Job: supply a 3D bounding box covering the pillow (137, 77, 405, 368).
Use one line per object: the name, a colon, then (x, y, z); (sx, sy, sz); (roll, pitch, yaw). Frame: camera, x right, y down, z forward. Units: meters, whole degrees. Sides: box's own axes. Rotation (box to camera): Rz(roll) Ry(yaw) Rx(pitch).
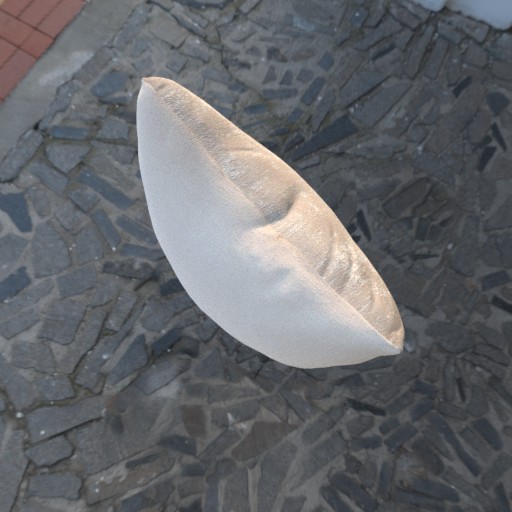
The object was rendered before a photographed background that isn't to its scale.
pillow: (0.000, 0.000, 0.716); (0.245, 0.448, 0.450); (-39, 79, -9)
